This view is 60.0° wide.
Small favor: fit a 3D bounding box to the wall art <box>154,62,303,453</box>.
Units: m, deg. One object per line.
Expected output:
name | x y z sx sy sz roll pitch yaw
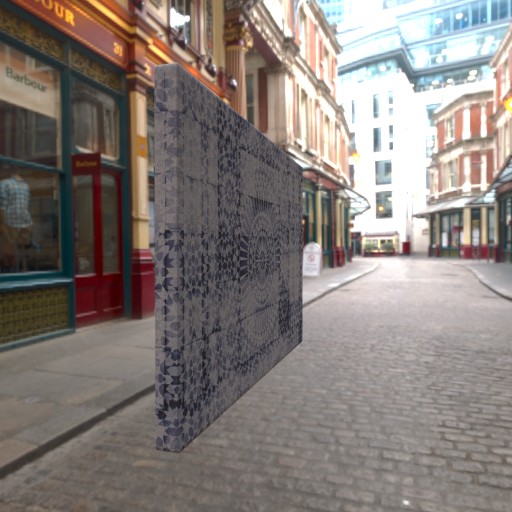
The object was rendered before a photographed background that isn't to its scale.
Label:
wall art | 0.000 0.000 0.750 0.030 0.406 0.608 0 1 18
